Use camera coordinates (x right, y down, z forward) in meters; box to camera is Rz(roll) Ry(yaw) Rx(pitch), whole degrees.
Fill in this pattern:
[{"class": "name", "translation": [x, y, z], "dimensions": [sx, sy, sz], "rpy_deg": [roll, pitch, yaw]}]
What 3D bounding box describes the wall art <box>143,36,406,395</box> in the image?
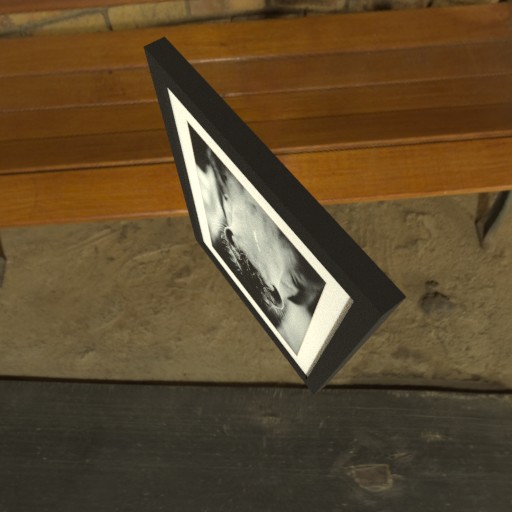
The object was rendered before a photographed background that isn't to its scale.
[{"class": "wall art", "translation": [0.000, 0.000, 0.763], "dimensions": [0.033, 0.559, 0.457], "rpy_deg": [-34, 69, -14]}]
